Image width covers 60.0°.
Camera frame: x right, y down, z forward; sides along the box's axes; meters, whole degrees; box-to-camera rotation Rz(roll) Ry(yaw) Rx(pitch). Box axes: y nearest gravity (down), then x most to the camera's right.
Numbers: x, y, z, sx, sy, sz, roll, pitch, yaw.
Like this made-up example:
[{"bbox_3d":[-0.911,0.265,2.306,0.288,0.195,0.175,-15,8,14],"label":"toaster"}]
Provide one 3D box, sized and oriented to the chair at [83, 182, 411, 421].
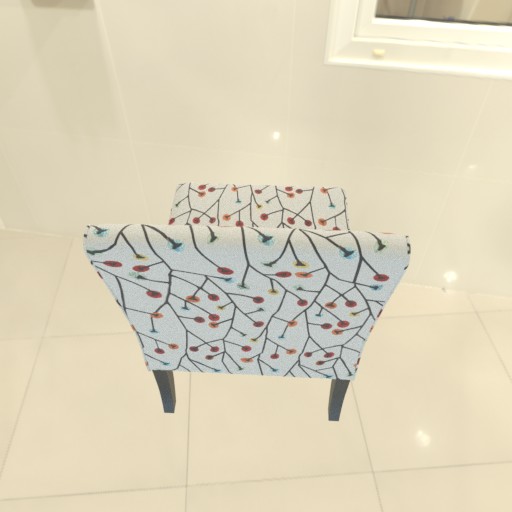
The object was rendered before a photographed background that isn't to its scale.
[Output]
[{"bbox_3d":[0.000,0.000,1.291,0.597,0.813,0.732,2,46,2],"label":"chair"}]
